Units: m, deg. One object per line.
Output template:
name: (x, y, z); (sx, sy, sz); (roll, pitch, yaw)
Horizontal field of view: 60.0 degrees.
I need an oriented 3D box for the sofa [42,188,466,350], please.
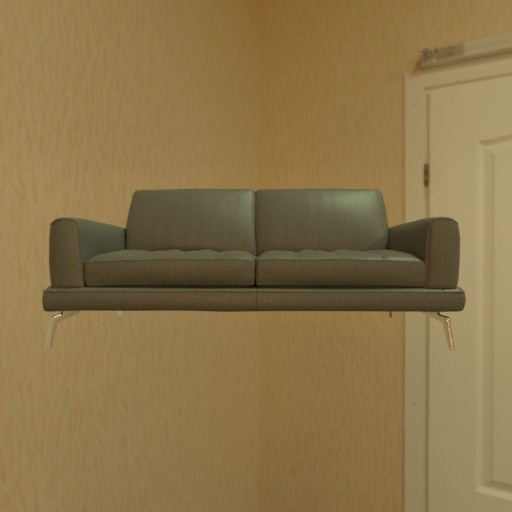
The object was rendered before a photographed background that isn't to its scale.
sofa: (0.000, 0.000, 2.755); (2.177, 0.930, 1.121); (0, 1, 1)
